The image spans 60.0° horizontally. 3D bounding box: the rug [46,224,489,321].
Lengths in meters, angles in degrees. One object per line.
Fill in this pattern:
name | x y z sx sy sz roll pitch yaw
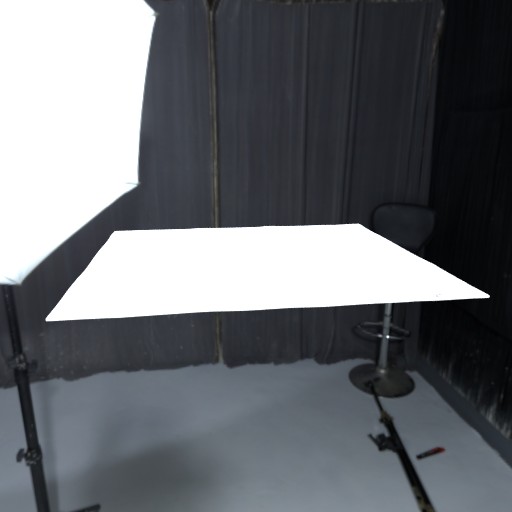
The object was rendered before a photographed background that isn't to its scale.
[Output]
rug | 0.000 0.000 0.888 0.639 0.006 0.548 -2 16 -8
